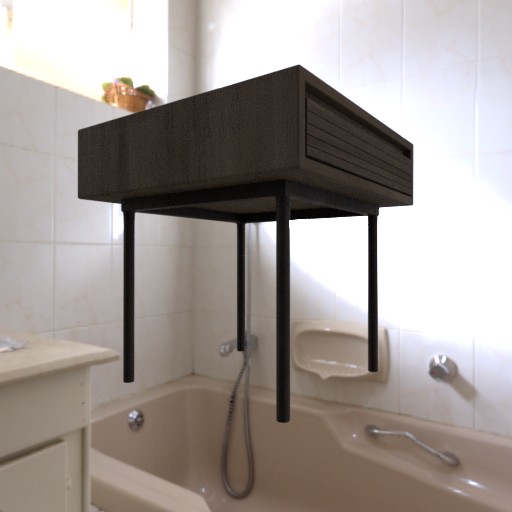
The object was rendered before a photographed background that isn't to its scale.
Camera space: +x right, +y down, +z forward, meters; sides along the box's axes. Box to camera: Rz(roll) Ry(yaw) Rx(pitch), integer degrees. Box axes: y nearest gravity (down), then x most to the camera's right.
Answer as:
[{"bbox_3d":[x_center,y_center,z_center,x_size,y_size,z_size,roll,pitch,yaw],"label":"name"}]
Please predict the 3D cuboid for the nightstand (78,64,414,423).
[{"bbox_3d":[0.000,0.000,0.924,0.503,0.497,0.502,0,-1,36],"label":"nightstand"}]
